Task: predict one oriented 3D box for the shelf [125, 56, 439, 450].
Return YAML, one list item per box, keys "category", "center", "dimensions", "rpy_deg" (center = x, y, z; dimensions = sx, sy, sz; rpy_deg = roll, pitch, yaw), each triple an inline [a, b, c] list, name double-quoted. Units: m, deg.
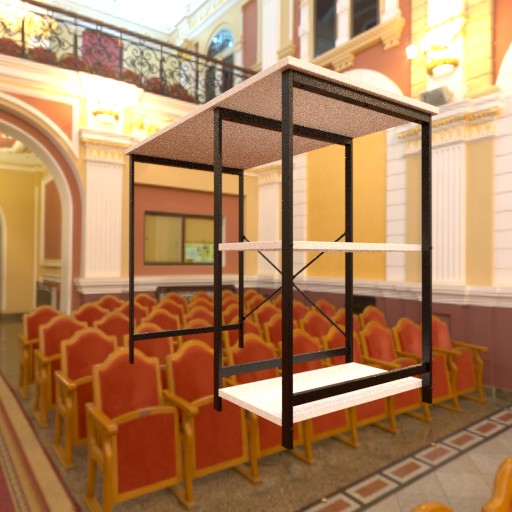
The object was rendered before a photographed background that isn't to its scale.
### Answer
- category: "shelf"
  center: [0.000, 0.000, 1.344]
  dimensions: [0.498, 0.750, 0.902]
  rpy_deg: [0, 0, -36]
